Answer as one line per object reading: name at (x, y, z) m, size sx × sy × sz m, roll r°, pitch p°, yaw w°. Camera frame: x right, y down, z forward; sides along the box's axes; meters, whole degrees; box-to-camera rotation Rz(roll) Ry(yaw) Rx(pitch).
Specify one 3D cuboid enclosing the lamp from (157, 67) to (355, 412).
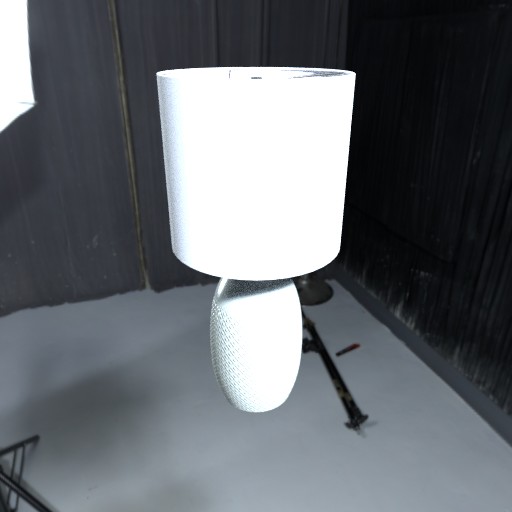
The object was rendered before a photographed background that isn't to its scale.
lamp at (0.000, 0.000, 0.590) m, size 0.217 × 0.453 × 0.217 m, roll -8°, pitch 27°, yaw -17°
